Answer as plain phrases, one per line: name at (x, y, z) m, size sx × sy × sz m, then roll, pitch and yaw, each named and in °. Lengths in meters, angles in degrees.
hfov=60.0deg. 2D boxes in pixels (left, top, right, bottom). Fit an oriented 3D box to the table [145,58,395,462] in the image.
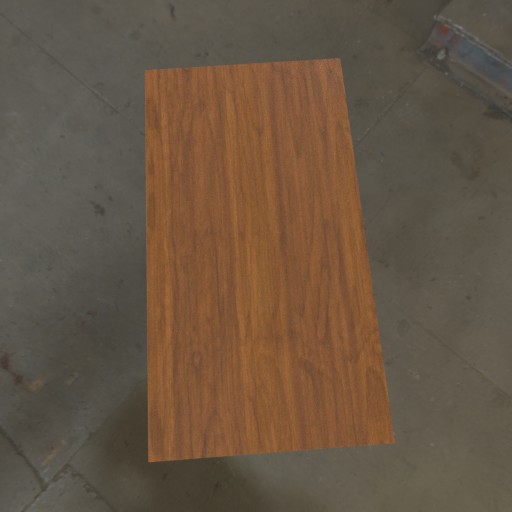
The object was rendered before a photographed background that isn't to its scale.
table at (0.000, 0.000, 1.364) m, size 0.574 × 0.414 × 1.057 m, roll -4°, pitch 75°, yaw -1°
